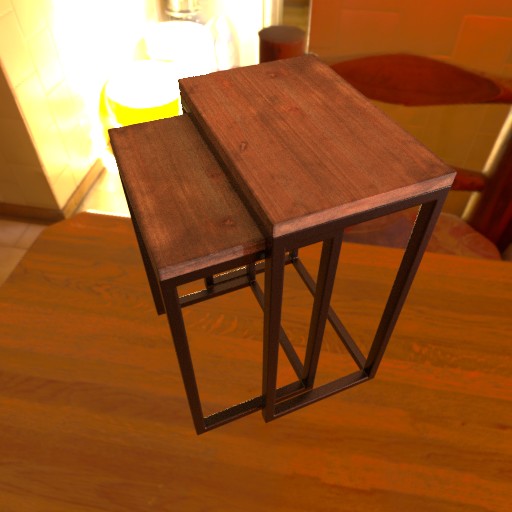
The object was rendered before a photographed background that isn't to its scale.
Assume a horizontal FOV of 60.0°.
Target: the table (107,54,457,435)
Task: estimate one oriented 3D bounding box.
[{"bbox_3d":[0.000,0.000,0.946,0.460,0.615,0.456,-15,49,-14],"label":"table"}]
